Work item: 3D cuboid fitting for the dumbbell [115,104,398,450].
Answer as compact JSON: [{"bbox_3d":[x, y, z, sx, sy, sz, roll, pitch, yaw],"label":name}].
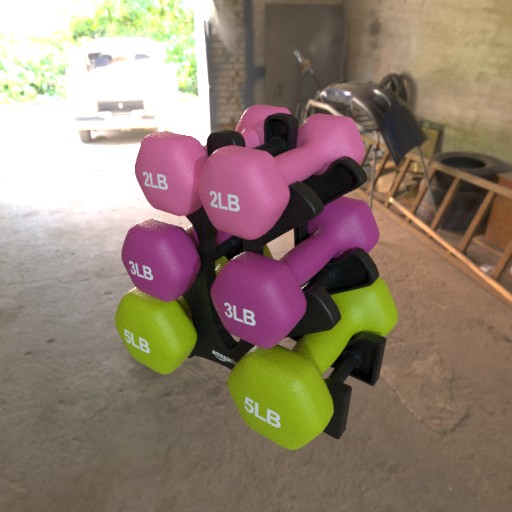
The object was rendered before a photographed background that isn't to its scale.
[{"bbox_3d":[0.000,0.000,0.441,0.257,0.261,0.203,19,35,31],"label":"dumbbell"}]
